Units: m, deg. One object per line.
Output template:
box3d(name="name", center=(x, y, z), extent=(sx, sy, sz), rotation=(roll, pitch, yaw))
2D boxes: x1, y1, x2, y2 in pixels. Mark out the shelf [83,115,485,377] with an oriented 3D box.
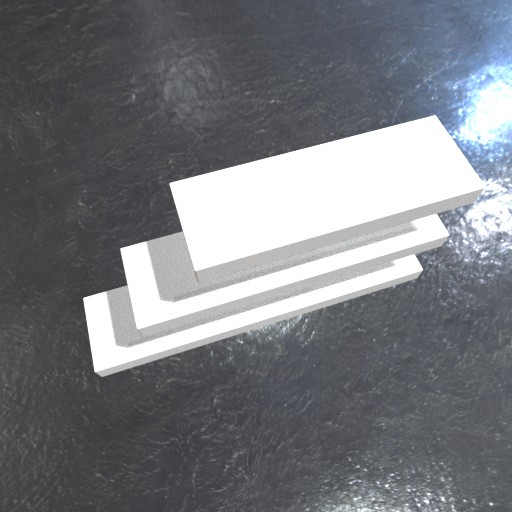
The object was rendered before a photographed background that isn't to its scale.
box3d(name="shelf", center=(0.000, 0.000, 0.716), extent=(0.610, 0.293, 0.140), rotation=(-16, 63, -8))
